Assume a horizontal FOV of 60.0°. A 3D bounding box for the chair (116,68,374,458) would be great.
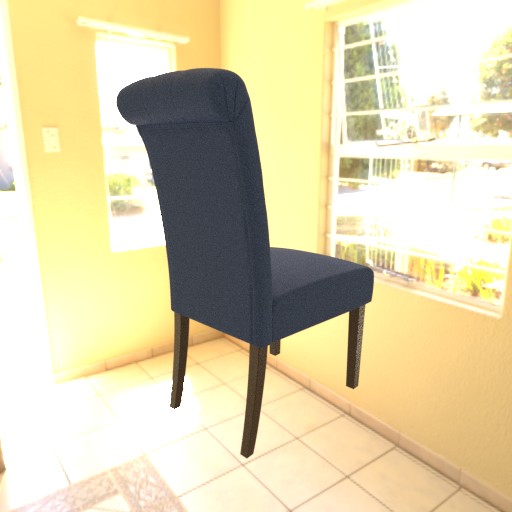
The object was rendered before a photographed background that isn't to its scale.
[{"bbox_3d":[0.000,0.000,1.375,0.456,1.006,0.671,13,19,42],"label":"chair"}]
